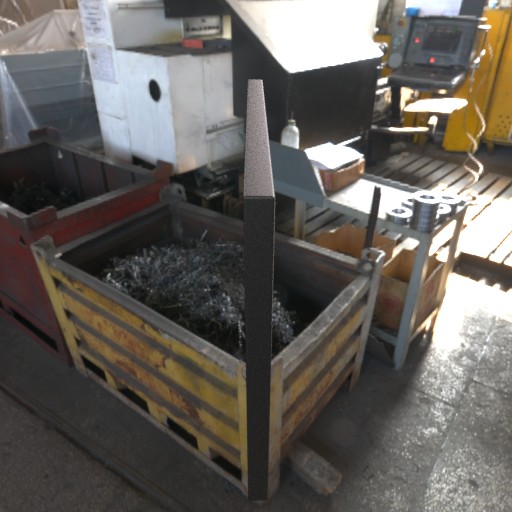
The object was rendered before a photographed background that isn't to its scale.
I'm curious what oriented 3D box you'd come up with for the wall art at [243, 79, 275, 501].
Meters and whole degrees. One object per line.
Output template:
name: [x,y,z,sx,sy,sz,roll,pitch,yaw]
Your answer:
wall art: [0.000,0.000,0.733,0.031,0.457,0.558,0,31,0]
